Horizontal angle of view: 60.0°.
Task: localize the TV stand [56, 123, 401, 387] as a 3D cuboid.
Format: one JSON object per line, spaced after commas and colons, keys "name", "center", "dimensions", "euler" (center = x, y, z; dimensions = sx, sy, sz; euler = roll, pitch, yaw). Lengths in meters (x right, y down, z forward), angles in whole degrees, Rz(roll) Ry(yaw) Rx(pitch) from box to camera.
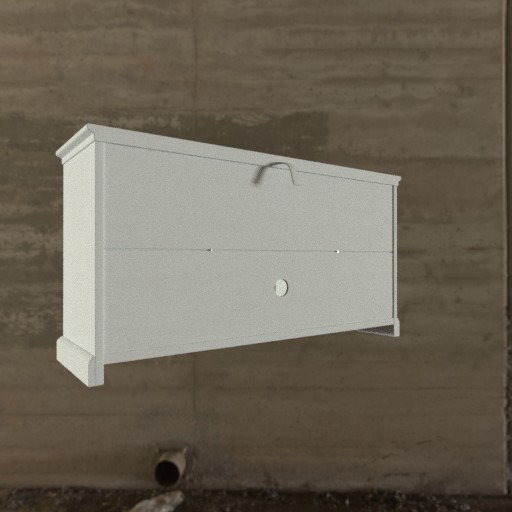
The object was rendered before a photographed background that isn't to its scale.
{"name": "TV stand", "center": [0.000, 0.000, 1.507], "dimensions": [1.187, 0.624, 0.424], "euler": [0, 0, -36]}
